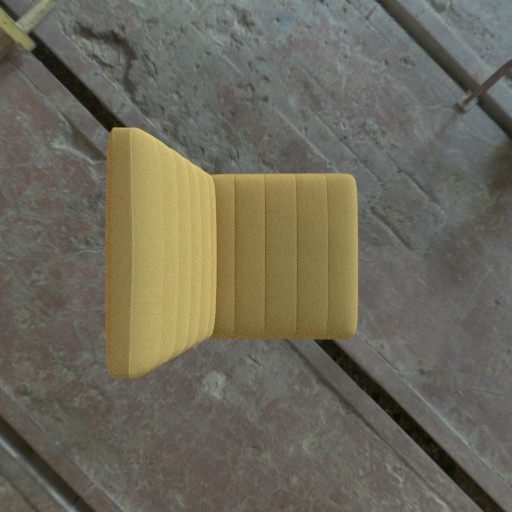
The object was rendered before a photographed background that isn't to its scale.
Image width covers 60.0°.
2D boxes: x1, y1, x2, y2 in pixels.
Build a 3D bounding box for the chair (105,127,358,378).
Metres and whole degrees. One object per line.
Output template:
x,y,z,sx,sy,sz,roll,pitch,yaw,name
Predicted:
0.000,0.000,1.341,0.634,0.930,0.520,0,89,-1,chair
